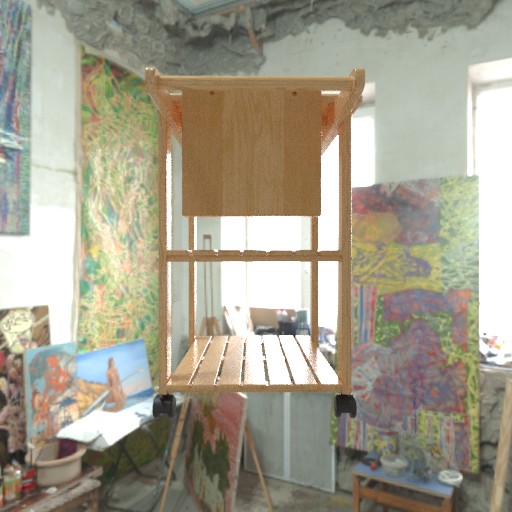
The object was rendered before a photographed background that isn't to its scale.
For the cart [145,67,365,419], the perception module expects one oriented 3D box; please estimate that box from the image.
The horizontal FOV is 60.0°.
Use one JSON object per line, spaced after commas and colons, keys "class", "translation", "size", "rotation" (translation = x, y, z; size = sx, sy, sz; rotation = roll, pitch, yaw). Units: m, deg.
{"class": "cart", "translation": [0.000, 0.000, 1.295], "size": [0.520, 0.816, 0.843], "rotation": [0, 0, -1]}
